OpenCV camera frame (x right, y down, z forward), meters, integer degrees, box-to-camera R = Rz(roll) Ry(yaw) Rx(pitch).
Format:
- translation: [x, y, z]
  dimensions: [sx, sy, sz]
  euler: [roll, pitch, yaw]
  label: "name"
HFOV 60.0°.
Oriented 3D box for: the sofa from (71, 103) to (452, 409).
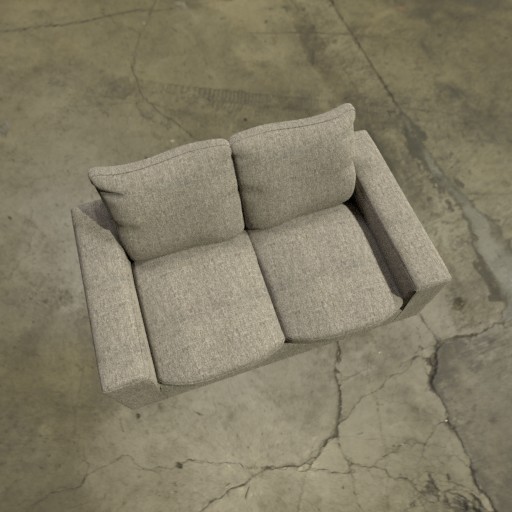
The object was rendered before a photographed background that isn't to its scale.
- translation: [0.000, 0.000, 2.371]
  dimensions: [1.758, 0.877, 1.094]
  euler: [-17, 65, -8]
  label: "sofa"
